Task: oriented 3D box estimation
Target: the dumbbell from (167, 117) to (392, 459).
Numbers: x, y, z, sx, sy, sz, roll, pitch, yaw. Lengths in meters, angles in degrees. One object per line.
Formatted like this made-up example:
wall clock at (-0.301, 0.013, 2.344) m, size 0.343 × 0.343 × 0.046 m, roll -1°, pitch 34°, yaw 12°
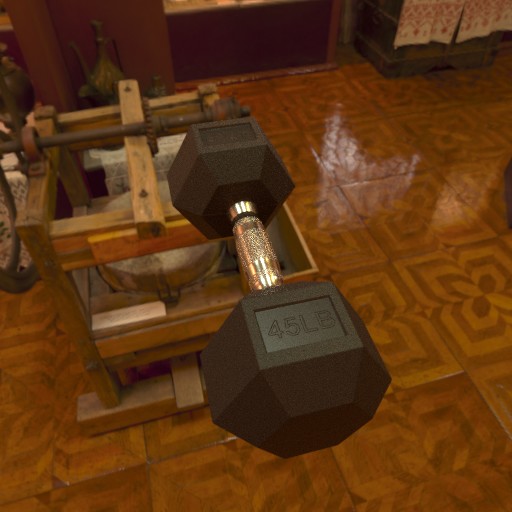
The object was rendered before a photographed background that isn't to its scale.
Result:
dumbbell at (0.000, 0.000, 0.433) m, size 0.141 × 0.123 × 0.356 m, roll -10°, pitch 48°, yaw -10°
